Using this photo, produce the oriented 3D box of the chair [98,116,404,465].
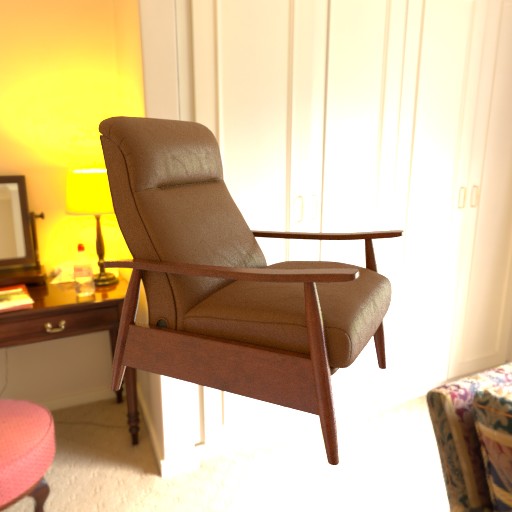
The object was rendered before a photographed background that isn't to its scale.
[{"bbox_3d":[0.000,0.000,1.784,1.014,1.082,0.762,7,15,27],"label":"chair"}]
